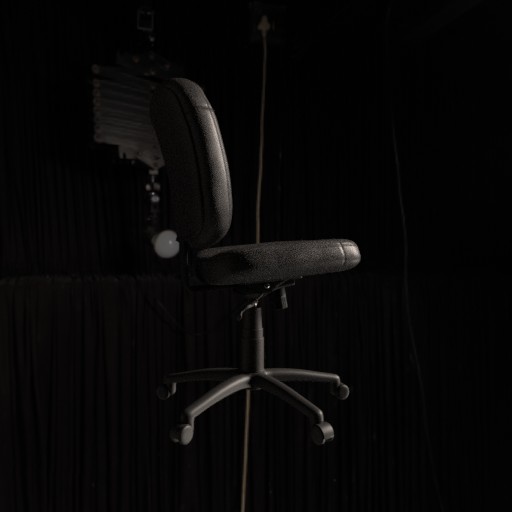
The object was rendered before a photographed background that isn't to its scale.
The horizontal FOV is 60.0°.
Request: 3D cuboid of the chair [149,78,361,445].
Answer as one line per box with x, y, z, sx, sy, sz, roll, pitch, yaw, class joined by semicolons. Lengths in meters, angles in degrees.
0.000;0.000;1.395;0.646;0.959;0.647;0;1;-18;chair
